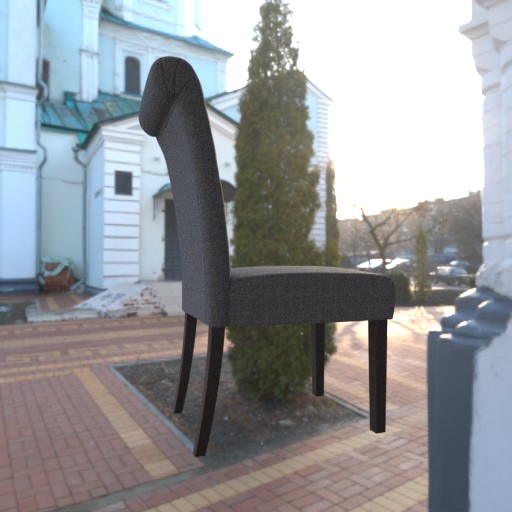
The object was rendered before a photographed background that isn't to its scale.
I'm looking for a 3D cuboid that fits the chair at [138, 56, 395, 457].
[{"bbox_3d":[0.000,0.000,1.351,0.671,1.006,0.456,0,-1,-19],"label":"chair"}]
